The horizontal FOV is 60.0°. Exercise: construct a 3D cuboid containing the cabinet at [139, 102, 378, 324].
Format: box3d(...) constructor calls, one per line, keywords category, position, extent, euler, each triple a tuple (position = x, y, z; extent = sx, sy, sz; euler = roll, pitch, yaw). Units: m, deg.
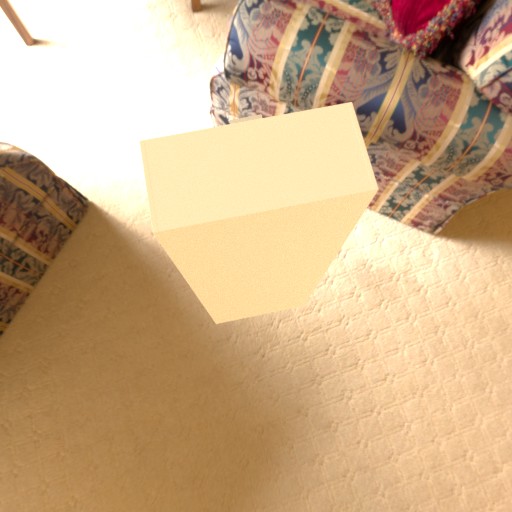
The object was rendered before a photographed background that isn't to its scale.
box3d(category="cabinet", position=(0.000, 0.000, 1.816), extent=(0.520, 1.630, 0.255), euler=(-11, 74, -3))
